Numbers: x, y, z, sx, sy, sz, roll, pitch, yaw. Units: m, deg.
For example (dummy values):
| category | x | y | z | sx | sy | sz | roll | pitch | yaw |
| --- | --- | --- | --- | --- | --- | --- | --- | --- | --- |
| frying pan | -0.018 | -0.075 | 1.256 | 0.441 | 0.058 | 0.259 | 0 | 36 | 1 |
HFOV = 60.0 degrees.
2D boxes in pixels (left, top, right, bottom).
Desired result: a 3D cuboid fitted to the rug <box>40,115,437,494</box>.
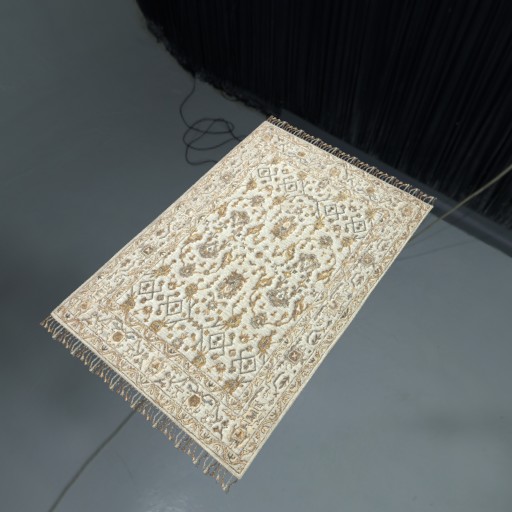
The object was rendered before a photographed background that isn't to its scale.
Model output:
| category | x | y | z | sx | sy | sz | roll | pitch | yaw |
| --- | --- | --- | --- | --- | --- | --- | --- | --- | --- |
| rug | 0.000 | 0.000 | 2.998 | 1.529 | 0.027 | 2.434 | 33 | 63 | 19 |
